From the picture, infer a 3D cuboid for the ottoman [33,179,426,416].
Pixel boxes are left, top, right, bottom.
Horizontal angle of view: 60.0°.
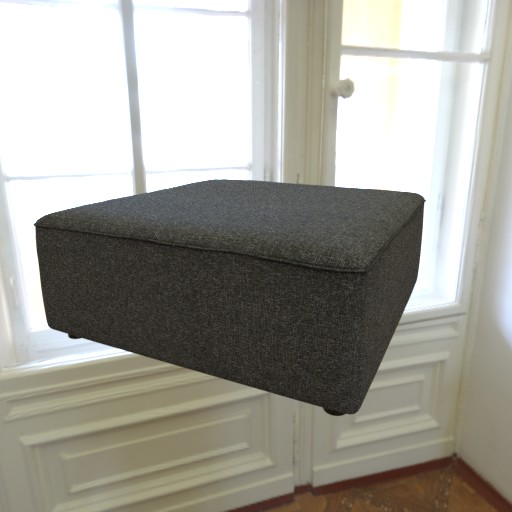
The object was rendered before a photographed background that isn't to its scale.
[{"bbox_3d":[0.000,0.000,1.570,1.017,0.423,1.021,8,19,26],"label":"ottoman"}]
